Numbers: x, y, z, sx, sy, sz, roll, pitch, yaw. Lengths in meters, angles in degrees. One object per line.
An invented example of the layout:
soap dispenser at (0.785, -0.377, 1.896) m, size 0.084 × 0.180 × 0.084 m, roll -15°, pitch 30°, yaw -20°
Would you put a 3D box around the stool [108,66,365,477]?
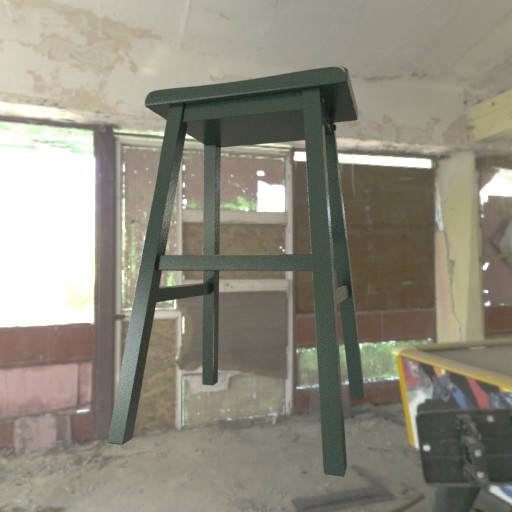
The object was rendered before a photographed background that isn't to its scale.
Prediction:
stool at (0.000, 0.000, 1.030) m, size 0.457 × 0.737 × 0.476 m, roll 0°, pitch -1°, yaw 18°
